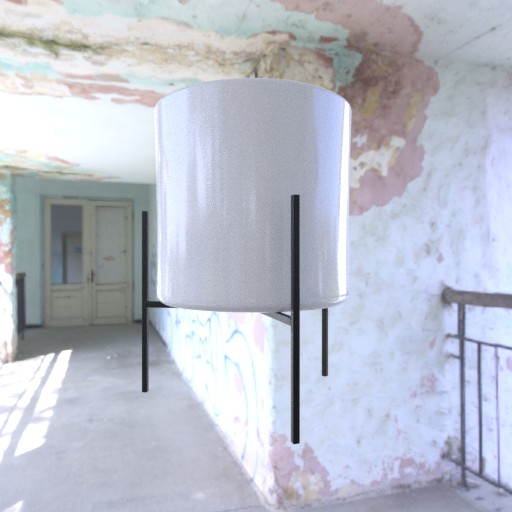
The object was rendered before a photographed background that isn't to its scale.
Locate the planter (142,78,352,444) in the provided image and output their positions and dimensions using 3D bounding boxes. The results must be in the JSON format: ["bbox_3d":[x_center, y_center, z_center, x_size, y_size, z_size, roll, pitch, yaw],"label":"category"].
[{"bbox_3d":[0.000,0.000,0.738,0.360,0.480,0.361,0,0,-17],"label":"planter"}]
